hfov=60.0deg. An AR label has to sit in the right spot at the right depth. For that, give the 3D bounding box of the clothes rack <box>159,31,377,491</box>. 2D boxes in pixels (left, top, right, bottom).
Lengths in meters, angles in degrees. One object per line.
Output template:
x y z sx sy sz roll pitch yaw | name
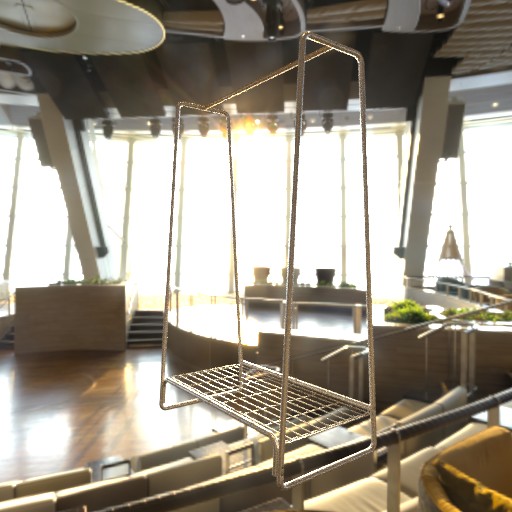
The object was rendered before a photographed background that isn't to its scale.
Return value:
0.000 0.000 1.899 0.495 1.500 0.900 -1 1 -37 | clothes rack
